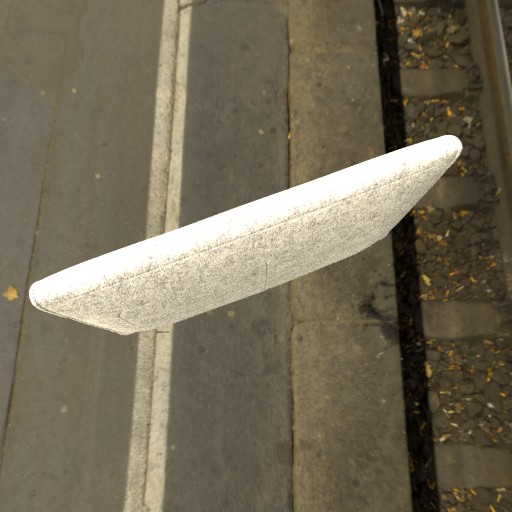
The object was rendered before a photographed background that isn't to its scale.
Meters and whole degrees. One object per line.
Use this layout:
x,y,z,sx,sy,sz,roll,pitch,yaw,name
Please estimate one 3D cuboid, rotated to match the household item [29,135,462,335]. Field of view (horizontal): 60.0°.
0.000,0.000,0.428,0.335,0.221,0.057,-20,76,-5,household item
